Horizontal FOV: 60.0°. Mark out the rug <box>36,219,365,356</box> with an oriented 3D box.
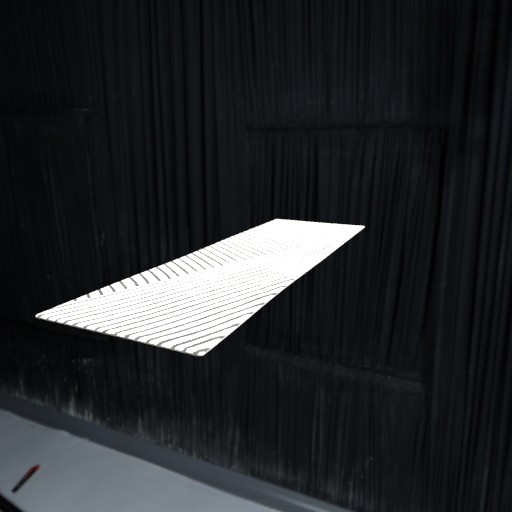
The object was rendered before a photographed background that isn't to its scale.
[{"bbox_3d":[0.000,0.000,2.645,0.773,0.020,2.439,7,16,25],"label":"rug"}]
